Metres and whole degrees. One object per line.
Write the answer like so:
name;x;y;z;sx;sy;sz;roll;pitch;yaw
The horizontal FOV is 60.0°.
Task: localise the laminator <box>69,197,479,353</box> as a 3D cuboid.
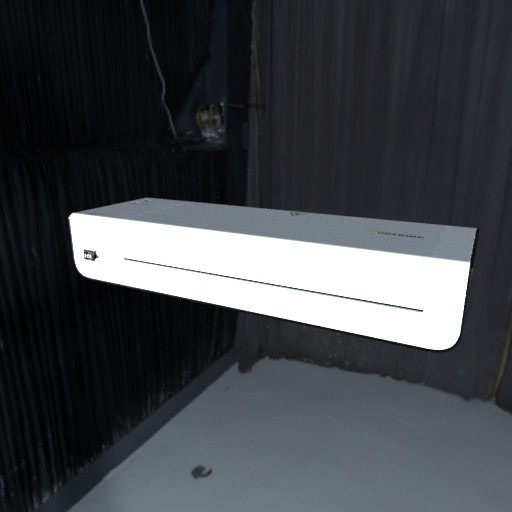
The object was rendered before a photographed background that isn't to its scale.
laminator;0.000;0.000;0.386;0.340;0.062;0.123;8;18;26
